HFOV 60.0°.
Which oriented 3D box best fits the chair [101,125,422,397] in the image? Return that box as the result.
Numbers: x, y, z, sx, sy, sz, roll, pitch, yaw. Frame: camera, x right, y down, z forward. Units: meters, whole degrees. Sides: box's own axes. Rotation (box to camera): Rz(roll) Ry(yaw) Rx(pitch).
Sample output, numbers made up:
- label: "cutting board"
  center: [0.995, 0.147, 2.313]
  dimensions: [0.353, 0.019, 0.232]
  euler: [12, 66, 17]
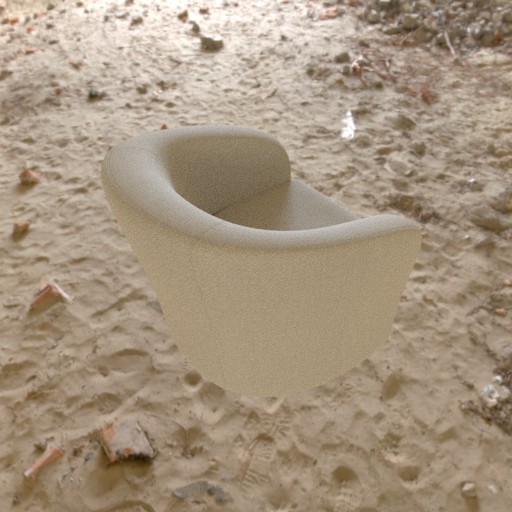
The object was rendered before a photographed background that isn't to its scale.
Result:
- label: "chair"
  center: [0.000, 0.000, 1.451]
  dimensions: [0.815, 0.771, 0.791]
  euler: [-24, 46, -26]
